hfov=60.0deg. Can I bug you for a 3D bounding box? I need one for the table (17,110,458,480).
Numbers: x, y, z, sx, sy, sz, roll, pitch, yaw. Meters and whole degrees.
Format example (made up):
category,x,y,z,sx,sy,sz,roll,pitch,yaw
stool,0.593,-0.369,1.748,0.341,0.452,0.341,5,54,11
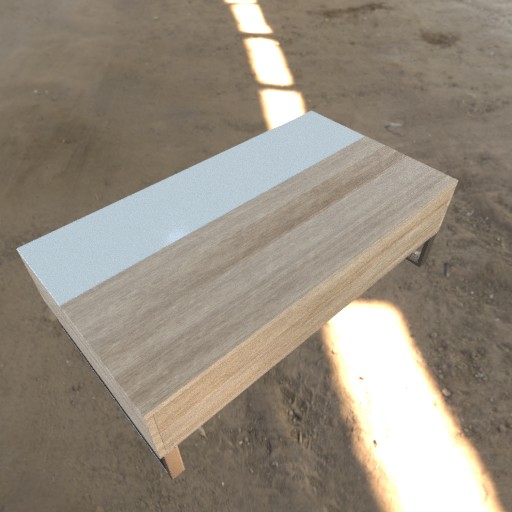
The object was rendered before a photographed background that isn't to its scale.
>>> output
category,x,y,z,sx,sy,sz,roll,pitch,yaw
table,0.000,0.000,1.353,1.100,0.350,0.600,-33,53,-28
